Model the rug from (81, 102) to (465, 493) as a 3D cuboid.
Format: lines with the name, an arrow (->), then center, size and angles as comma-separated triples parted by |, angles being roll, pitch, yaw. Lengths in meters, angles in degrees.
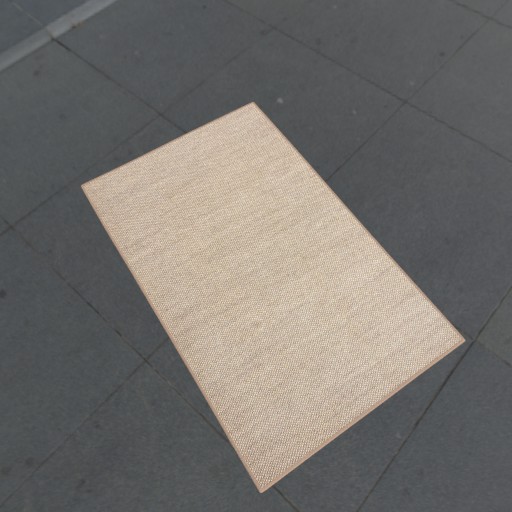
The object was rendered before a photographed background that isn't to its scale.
rug -> 0.000, 0.000, 2.084 | 1.061, 0.012, 1.668 | -30, 67, -14
